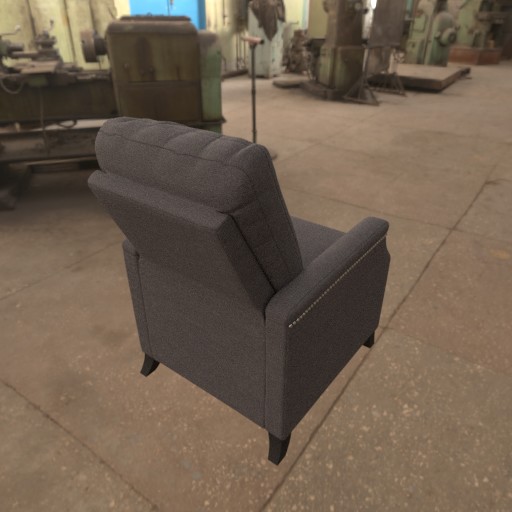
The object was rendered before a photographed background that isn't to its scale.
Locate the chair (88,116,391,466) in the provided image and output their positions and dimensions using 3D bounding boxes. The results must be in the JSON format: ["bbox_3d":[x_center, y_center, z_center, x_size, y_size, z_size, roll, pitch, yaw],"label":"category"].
[{"bbox_3d":[0.000,0.000,1.600,0.710,1.049,0.922,21,36,32],"label":"chair"}]
